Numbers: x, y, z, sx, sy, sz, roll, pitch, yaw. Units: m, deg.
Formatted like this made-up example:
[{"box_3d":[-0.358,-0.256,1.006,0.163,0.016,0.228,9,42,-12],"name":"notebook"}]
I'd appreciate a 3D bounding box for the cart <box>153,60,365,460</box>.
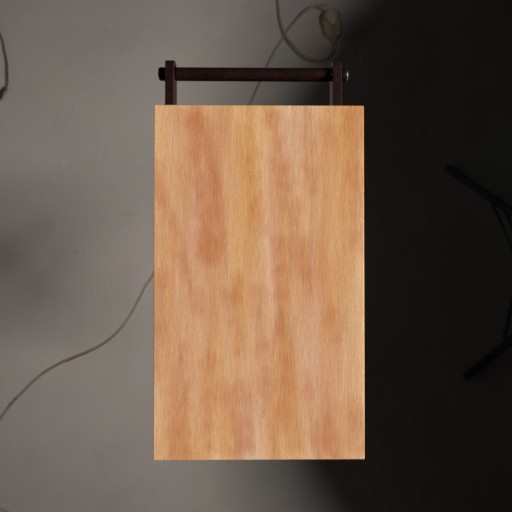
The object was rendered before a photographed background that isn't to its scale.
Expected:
[{"box_3d":[0.000,0.000,1.427,0.472,0.878,0.914,0,89,-1],"name":"cart"}]
